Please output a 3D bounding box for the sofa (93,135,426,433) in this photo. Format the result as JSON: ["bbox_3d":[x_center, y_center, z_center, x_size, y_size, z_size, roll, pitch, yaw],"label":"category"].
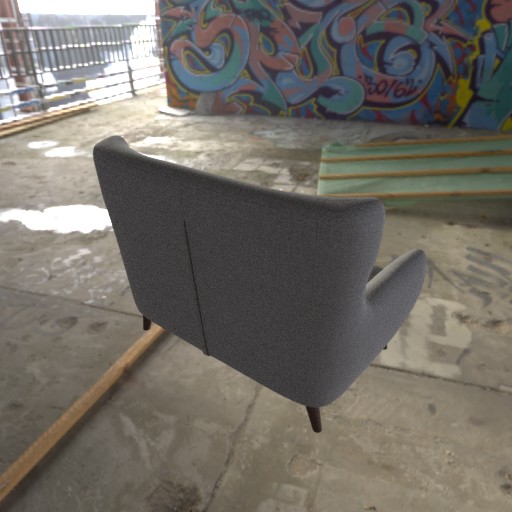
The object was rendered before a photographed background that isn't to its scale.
[{"bbox_3d":[0.000,0.000,2.087,1.386,1.028,0.884,21,35,33],"label":"sofa"}]
